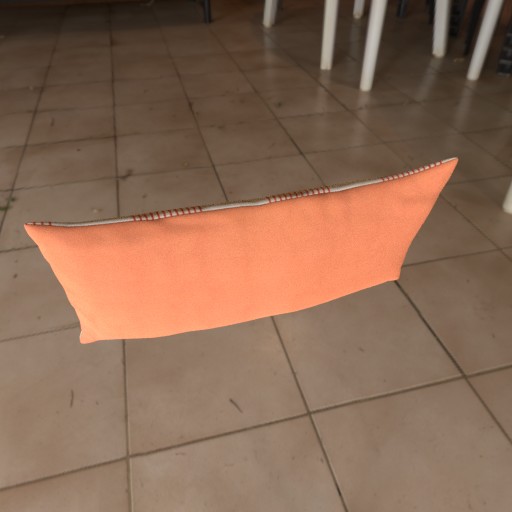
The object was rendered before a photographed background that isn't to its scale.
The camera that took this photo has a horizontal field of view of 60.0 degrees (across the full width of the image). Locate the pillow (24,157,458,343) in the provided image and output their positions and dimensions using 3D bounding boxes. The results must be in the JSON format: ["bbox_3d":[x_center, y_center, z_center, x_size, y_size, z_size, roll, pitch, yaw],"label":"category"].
[{"bbox_3d":[0.000,0.000,0.712,0.608,0.292,0.156,-10,41,-12],"label":"pillow"}]
